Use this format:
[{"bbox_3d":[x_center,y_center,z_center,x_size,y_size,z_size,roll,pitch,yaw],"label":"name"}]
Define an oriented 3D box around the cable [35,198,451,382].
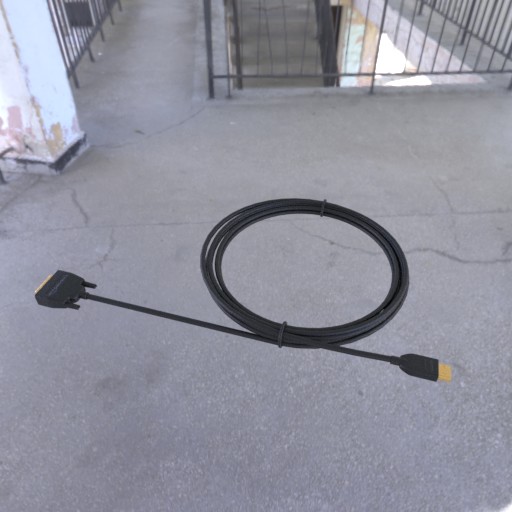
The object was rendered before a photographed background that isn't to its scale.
[{"bbox_3d":[0.000,0.000,0.513,0.422,0.030,0.257,11,43,13],"label":"cable"}]
